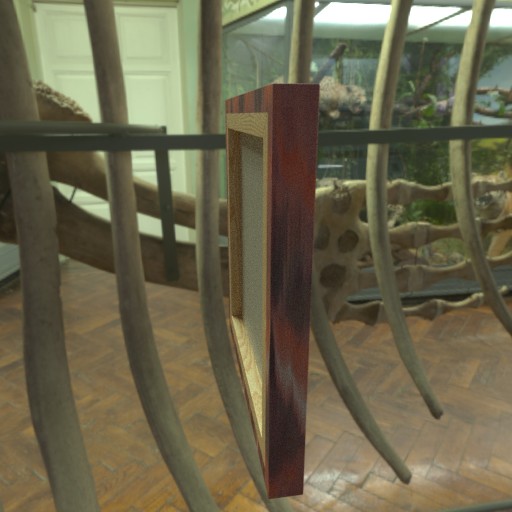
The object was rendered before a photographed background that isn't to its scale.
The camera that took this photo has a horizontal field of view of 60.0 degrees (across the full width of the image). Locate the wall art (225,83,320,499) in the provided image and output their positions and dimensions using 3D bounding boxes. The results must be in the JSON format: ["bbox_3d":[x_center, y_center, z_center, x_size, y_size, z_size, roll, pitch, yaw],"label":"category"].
[{"bbox_3d":[0.000,0.000,0.594,0.038,0.406,0.403,-3,18,-9],"label":"wall art"}]
